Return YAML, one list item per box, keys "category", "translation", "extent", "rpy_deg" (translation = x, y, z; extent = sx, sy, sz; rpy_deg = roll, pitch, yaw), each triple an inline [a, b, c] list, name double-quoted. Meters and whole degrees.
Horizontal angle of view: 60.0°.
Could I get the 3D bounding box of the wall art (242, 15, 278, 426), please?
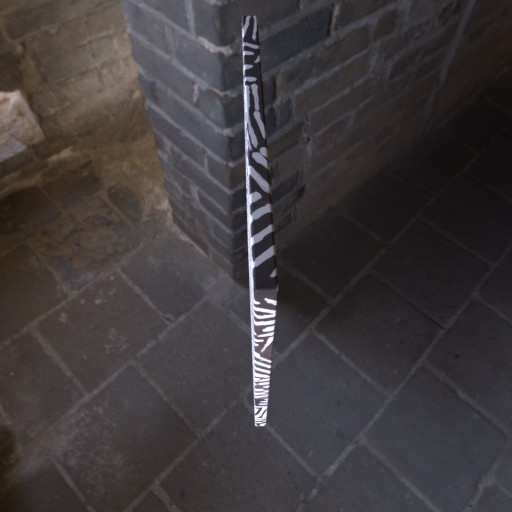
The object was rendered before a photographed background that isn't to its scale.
- category: "wall art"
  translation: [0.000, 0.000, 1.320]
  extent: [0.038, 1.017, 0.765]
  rpy_deg: [-2, 58, -1]
